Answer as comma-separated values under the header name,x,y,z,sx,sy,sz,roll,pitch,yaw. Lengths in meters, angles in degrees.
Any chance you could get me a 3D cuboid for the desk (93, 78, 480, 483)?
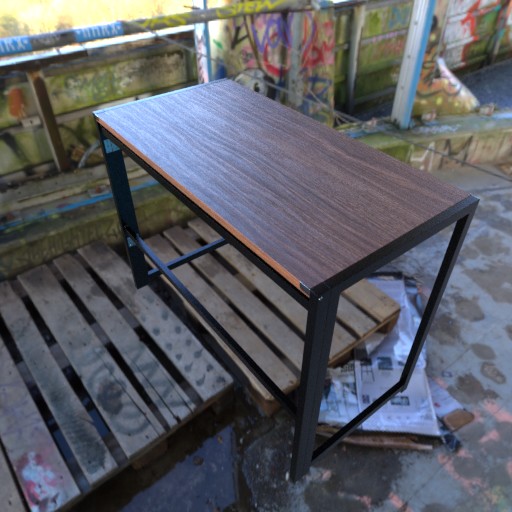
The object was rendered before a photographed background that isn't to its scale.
name,x,y,z,sx,sy,sz,roll,pitch,yaw
desk,0.000,0.000,1.440,0.508,0.762,1.016,-27,47,-28
